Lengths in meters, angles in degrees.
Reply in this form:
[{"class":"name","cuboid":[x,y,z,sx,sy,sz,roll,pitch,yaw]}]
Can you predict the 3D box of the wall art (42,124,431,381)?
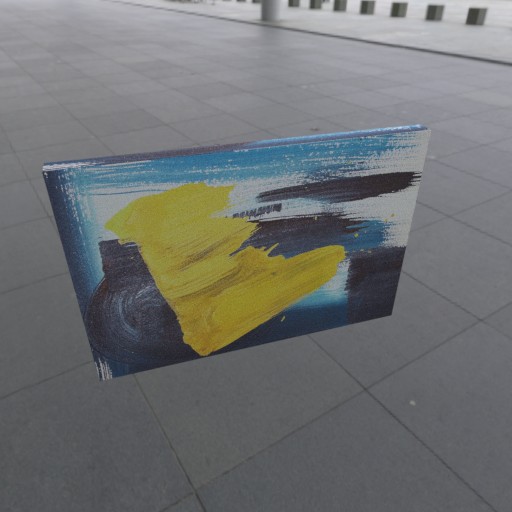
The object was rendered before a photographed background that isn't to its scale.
[{"class":"wall art","cuboid":[0.000,0.000,0.790,0.609,0.406,0.033,-10,34,-15]}]
